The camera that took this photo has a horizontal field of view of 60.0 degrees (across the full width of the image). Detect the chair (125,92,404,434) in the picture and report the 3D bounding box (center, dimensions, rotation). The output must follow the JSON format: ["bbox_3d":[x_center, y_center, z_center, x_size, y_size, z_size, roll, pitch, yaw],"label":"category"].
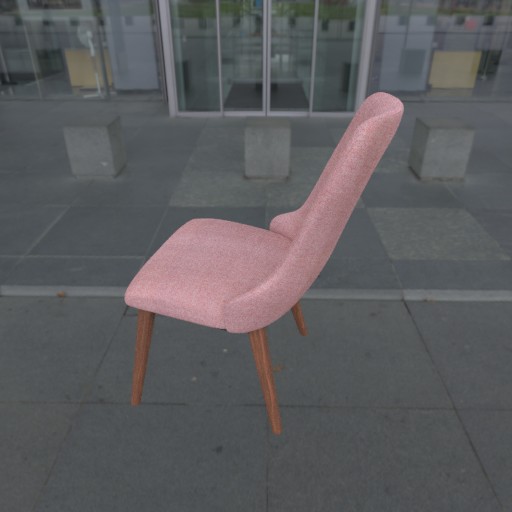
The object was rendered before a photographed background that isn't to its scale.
[{"bbox_3d":[0.000,0.000,1.331,0.707,0.918,0.535,8,31,14],"label":"chair"}]
